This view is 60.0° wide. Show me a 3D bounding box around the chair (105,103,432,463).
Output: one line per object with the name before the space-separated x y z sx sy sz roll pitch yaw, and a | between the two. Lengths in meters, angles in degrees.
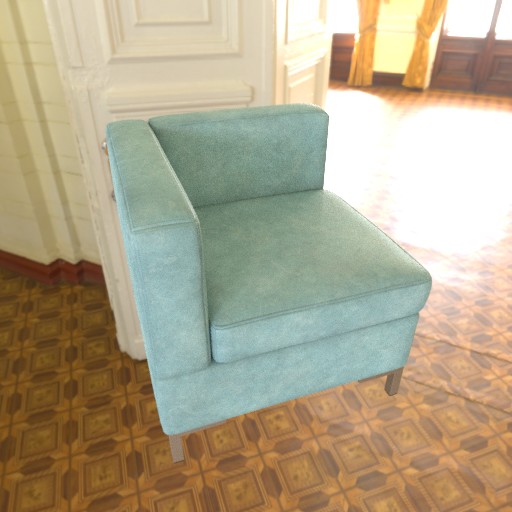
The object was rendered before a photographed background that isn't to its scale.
chair | 0.000 0.000 1.239 0.684 0.660 0.691 -11 34 -16
